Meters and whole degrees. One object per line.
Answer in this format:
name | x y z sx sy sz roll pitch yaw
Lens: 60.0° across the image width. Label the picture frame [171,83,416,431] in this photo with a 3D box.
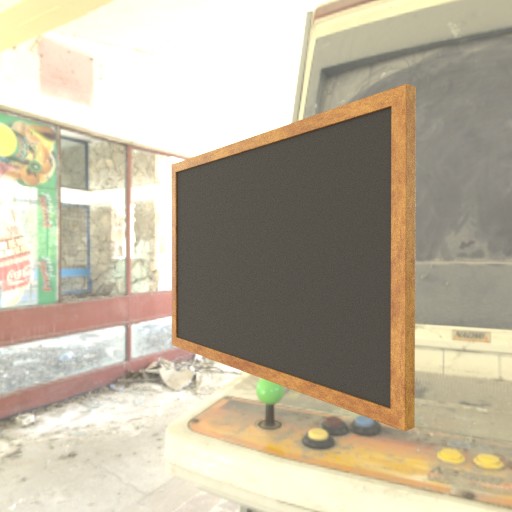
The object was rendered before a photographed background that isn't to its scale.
picture frame | 0.000 0.000 1.167 0.029 0.621 0.922 0 1 -37
